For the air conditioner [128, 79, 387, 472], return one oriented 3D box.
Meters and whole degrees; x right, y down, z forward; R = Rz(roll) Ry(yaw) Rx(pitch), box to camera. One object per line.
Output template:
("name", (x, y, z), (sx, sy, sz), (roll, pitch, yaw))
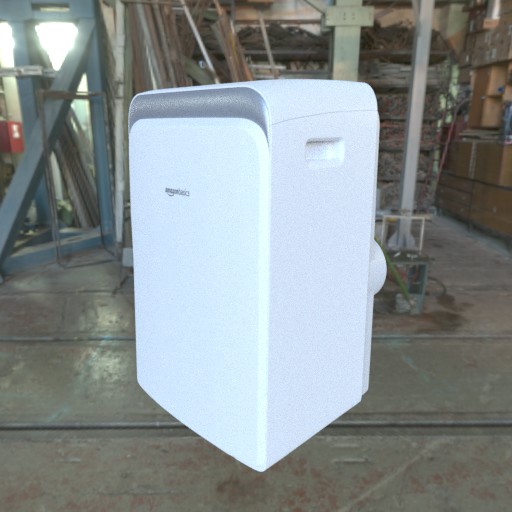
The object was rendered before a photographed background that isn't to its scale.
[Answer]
("air conditioner", (0.000, 0.000, 1.044), (0.478, 0.765, 0.467), (15, 23, 42))
